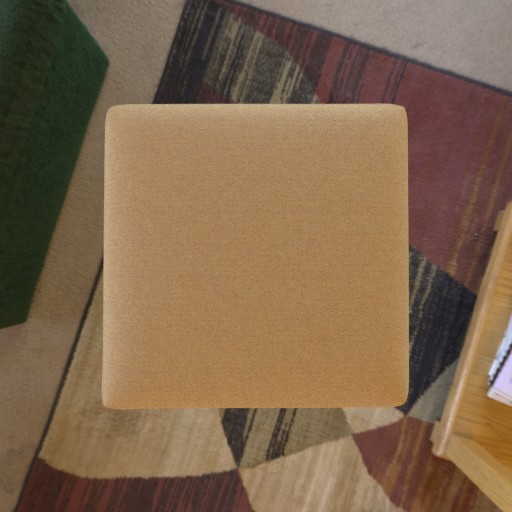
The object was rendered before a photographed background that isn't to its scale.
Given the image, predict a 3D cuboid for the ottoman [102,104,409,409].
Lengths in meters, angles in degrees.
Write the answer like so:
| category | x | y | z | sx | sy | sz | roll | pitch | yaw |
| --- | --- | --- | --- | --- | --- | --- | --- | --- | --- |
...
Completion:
| category | x | y | z | sx | sy | sz | roll | pitch | yaw |
| --- | --- | --- | --- | --- | --- | --- | --- | --- | --- |
| ottoman | 0.000 | 0.000 | 1.592 | 1.041 | 0.470 | 1.041 | 0 | 89 | 0 |
